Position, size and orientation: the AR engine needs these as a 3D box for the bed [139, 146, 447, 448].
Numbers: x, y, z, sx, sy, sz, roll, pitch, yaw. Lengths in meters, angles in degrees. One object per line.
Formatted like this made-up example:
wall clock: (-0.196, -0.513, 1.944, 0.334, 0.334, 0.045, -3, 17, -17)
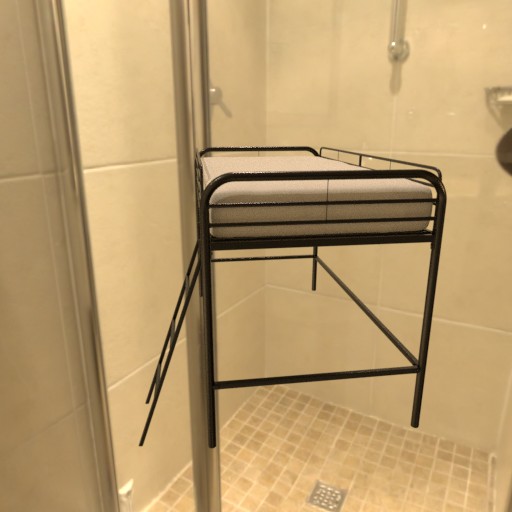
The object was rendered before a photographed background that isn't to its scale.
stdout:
bed: (0.000, 0.000, 2.888, 1.393, 1.289, 1.968, -2, 17, -8)
